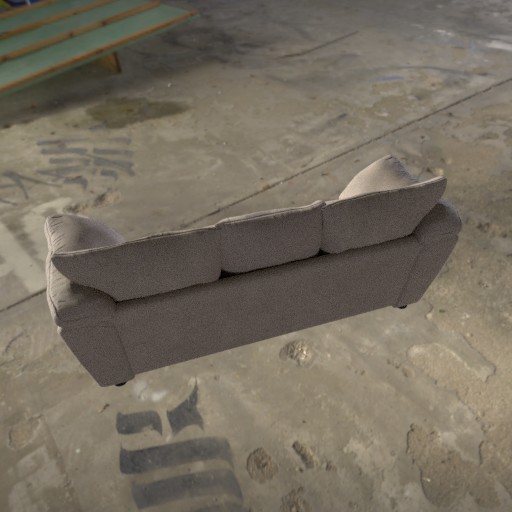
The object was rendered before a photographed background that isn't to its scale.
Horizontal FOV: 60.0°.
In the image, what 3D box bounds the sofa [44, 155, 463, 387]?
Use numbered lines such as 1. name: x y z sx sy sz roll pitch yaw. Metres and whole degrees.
1. sofa: 0.000 0.000 2.756 2.334 0.996 0.878 -13 43 -14
